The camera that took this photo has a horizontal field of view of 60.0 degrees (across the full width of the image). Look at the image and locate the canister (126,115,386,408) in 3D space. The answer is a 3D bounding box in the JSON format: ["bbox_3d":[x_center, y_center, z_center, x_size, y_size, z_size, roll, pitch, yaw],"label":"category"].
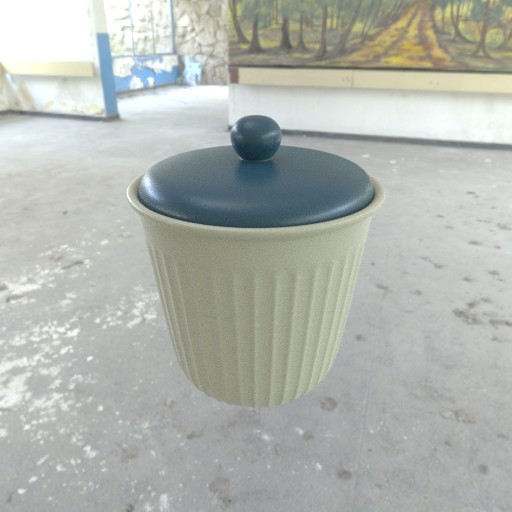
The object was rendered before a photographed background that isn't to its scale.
[{"bbox_3d":[0.000,0.000,0.345,0.181,0.211,0.181,0,26,0],"label":"canister"}]
